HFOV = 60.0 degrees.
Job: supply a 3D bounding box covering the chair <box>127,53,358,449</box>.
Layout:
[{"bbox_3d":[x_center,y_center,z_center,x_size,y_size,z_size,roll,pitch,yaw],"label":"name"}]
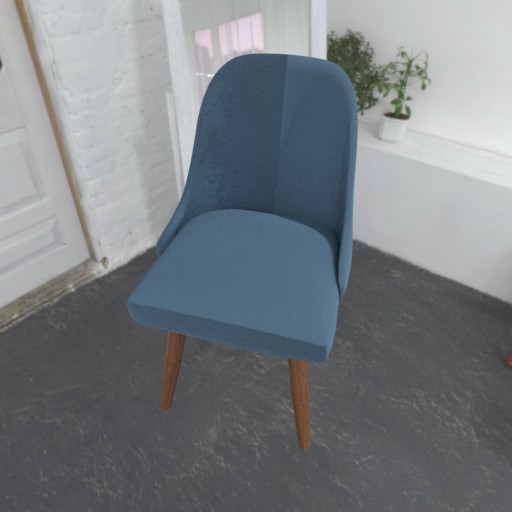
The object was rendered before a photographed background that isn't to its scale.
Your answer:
[{"bbox_3d":[0.000,0.000,1.197,0.503,0.882,0.589,11,40,13],"label":"chair"}]
